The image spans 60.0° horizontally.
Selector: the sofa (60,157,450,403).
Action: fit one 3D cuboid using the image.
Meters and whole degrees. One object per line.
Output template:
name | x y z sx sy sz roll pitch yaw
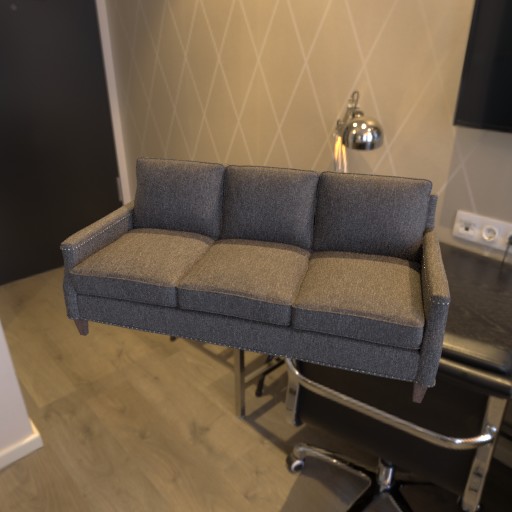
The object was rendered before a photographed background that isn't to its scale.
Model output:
sofa | 0.000 0.000 2.866 2.246 1.003 1.084 7 27 15
